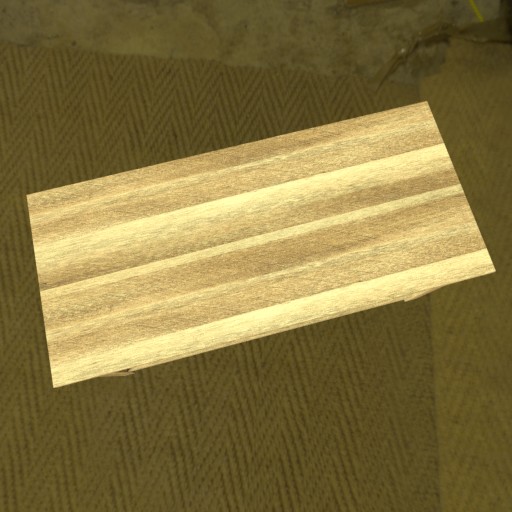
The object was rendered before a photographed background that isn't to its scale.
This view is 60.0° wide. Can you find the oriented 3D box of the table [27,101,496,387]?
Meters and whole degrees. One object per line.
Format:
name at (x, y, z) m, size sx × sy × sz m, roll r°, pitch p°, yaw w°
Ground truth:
table at (0.000, 0.000, 1.350) m, size 1.095 × 0.480 × 0.493 m, roll -14°, pitch 76°, yaw -4°
